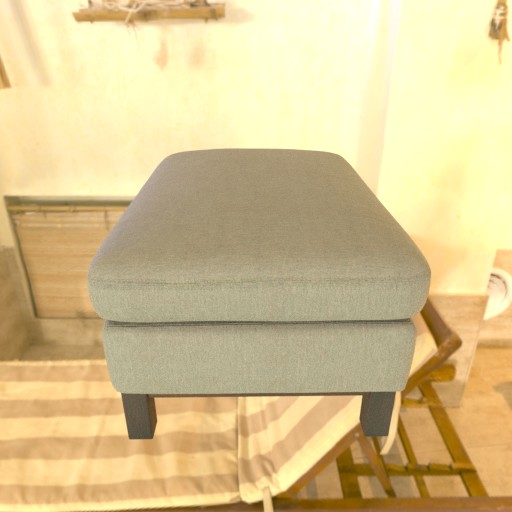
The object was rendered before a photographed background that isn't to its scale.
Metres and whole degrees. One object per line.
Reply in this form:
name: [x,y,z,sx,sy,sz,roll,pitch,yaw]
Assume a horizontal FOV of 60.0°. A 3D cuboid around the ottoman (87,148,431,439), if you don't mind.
ottoman: [0.000,0.000,1.009,0.528,0.404,0.735,0,26,-1]
